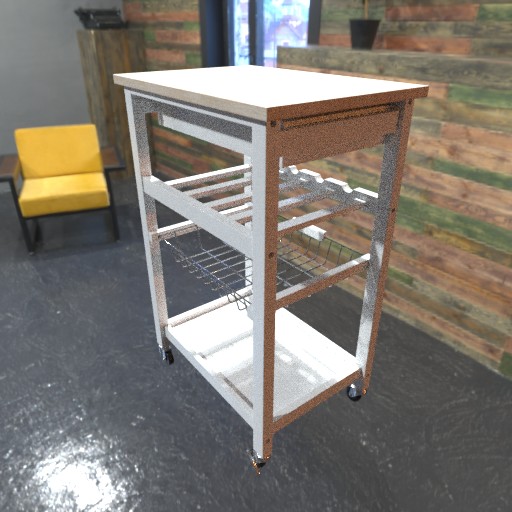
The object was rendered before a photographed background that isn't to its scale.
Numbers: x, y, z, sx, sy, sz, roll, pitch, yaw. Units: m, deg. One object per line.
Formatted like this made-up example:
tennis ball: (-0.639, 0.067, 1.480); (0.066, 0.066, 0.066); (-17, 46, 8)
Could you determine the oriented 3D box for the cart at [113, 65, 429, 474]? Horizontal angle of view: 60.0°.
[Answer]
cart: (0.000, 0.000, 1.152); (0.406, 0.857, 0.578); (-20, 34, -33)
